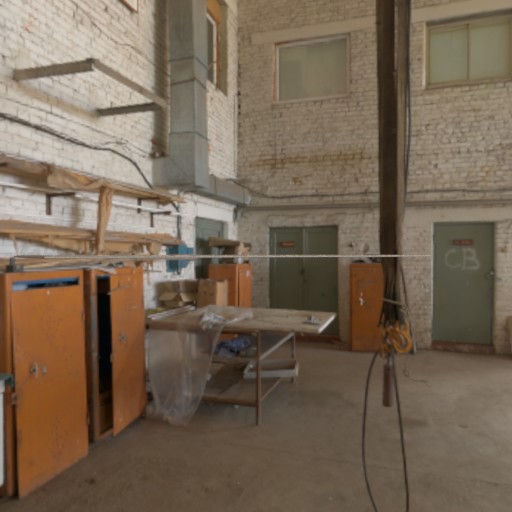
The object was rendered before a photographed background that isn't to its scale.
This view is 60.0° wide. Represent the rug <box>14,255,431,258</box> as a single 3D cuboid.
[{"bbox_3d":[0.000,0.000,2.358,2.196,0.011,0.662,0,0,-36],"label":"rug"}]
